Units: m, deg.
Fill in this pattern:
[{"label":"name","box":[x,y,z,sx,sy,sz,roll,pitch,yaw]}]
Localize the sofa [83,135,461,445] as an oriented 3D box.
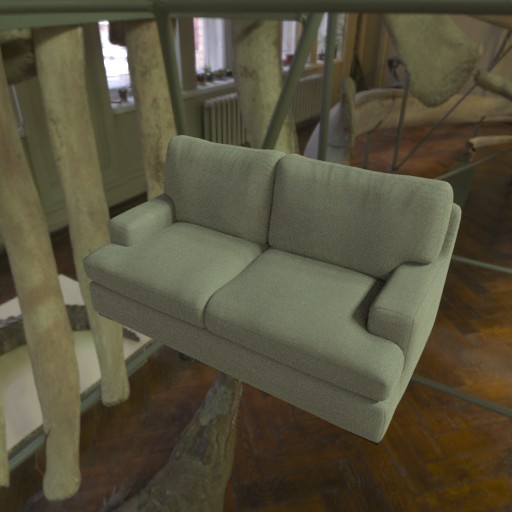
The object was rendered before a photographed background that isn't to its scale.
[{"label":"sofa","box":[0.000,0.000,2.430,1.855,0.980,0.962,17,34,27]}]
